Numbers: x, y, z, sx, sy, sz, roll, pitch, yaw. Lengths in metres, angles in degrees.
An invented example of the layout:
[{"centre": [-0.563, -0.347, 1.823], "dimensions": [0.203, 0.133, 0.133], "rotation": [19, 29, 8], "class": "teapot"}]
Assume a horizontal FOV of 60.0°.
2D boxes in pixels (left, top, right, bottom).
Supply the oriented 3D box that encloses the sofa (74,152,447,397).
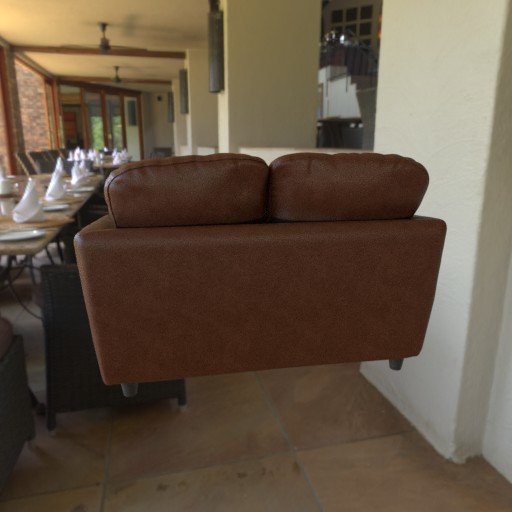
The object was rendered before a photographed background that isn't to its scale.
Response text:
[{"centre": [0.000, 0.000, 1.969], "dimensions": [1.406, 0.906, 0.805], "rotation": [-3, 14, -10], "class": "sofa"}]
